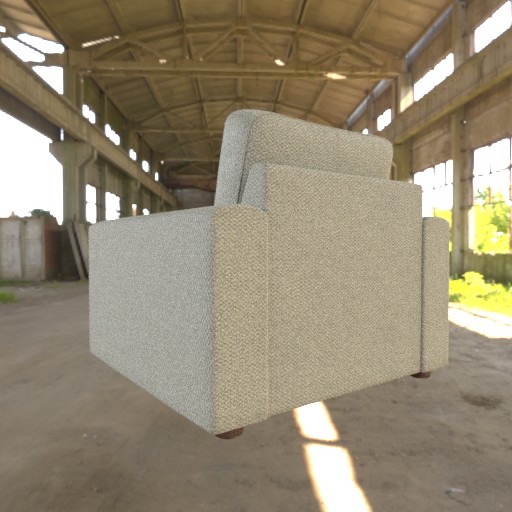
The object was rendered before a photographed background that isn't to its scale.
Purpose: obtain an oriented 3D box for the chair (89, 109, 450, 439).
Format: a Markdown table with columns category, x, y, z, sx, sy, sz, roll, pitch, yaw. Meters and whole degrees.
| category | x | y | z | sx | sy | sz | roll | pitch | yaw |
| --- | --- | --- | --- | --- | --- | --- | --- | --- | --- |
| chair | 0.000 | 0.000 | 1.710 | 1.005 | 0.873 | 1.016 | -1 | 2 | -36 |
